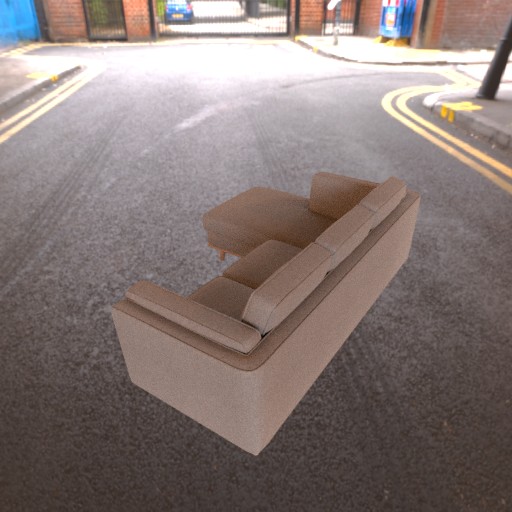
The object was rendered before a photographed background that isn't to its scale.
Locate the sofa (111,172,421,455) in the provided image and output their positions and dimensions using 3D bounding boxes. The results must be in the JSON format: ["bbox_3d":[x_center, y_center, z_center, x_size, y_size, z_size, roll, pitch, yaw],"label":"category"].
[{"bbox_3d":[0.000,0.000,3.186,1.604,0.929,2.411,19,35,29],"label":"sofa"}]
